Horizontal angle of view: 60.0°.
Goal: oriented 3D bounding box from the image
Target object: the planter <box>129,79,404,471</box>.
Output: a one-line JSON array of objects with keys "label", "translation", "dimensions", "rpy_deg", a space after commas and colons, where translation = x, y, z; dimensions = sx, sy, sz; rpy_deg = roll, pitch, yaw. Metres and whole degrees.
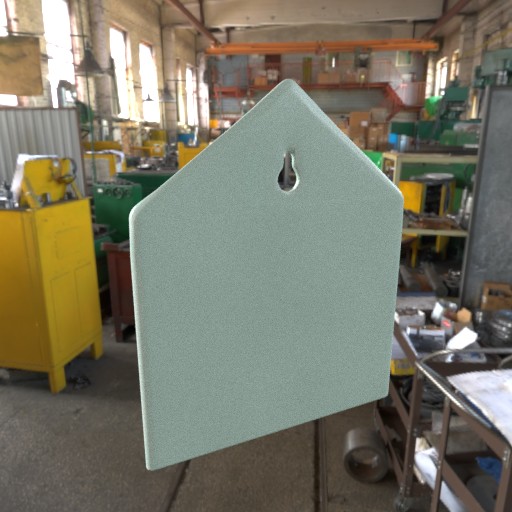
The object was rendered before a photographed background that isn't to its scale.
[{"label": "planter", "translation": [0.000, 0.000, 0.275], "dimensions": [0.164, 0.197, 0.079], "rpy_deg": [-7, 16, -25]}]
